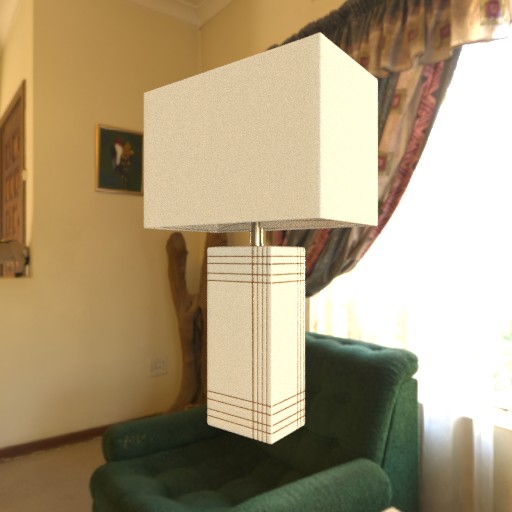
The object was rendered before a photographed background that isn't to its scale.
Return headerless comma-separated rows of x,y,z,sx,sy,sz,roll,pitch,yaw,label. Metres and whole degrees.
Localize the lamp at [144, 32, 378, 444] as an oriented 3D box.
0.000,0.000,0.709,0.334,0.543,0.182,0,0,37,lamp
